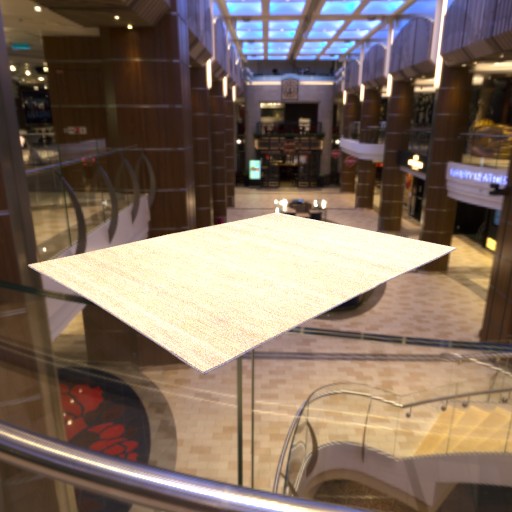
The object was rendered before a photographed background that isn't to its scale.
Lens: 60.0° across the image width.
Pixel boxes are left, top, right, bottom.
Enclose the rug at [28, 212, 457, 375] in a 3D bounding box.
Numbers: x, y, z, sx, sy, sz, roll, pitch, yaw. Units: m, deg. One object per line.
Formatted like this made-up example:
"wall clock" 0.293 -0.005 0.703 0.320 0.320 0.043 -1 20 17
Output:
"rug" 0.000 0.000 4.175 3.245 0.046 2.467 -16 24 -42
